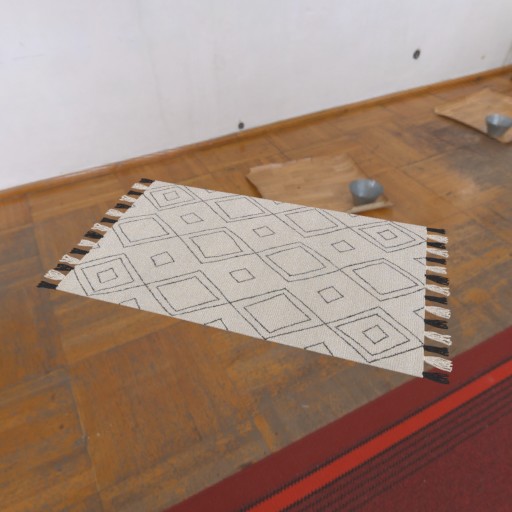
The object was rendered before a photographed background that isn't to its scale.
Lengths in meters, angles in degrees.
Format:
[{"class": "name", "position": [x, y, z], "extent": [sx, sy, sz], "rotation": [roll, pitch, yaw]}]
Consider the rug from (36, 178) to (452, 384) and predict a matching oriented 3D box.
[{"class": "rug", "position": [0.000, 0.000, 3.311], "extent": [2.755, 0.021, 1.524], "rotation": [11, 42, 13]}]
